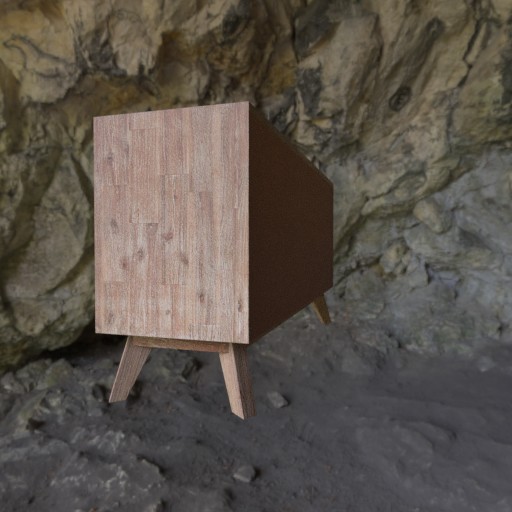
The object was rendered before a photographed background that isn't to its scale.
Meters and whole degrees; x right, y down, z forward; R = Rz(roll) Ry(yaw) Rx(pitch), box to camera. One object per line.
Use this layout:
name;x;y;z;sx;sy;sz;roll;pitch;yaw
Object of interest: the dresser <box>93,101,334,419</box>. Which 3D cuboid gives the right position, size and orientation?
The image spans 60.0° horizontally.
dresser;0.000;0.000;1.910;0.455;0.805;1.554;0;2;18
